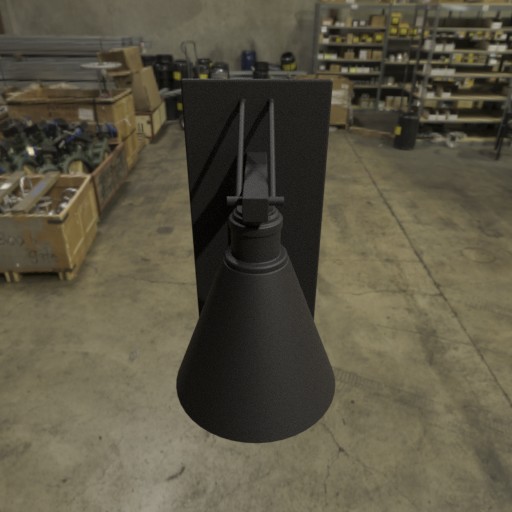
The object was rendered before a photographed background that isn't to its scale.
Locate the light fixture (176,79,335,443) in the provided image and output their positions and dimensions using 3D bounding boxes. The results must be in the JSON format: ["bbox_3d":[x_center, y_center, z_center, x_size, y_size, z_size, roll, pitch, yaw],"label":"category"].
[{"bbox_3d":[0.000,0.000,0.428,0.170,0.298,0.207,0,29,0],"label":"light fixture"}]
